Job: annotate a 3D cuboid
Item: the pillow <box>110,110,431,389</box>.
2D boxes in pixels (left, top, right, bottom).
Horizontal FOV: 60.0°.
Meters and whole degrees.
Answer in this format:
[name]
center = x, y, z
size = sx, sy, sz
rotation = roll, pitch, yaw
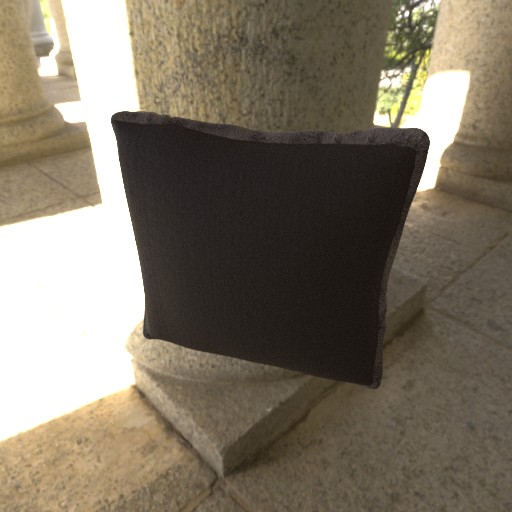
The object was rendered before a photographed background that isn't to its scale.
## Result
[pillow]
center = 0.000, 0.000, 0.823
size = 0.522, 0.520, 0.204
rotation = 9, 33, 14
